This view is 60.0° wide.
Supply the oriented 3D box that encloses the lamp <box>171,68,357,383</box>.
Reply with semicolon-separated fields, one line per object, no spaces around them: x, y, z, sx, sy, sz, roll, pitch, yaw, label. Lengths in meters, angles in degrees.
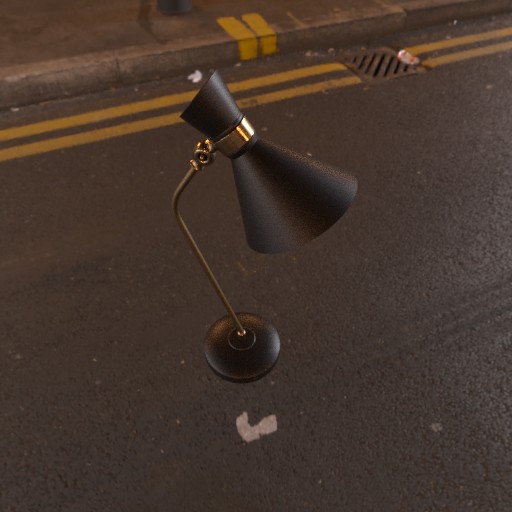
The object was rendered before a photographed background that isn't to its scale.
0.000;0.000;0.775;0.292;0.647;0.189;11;48;10;lamp
